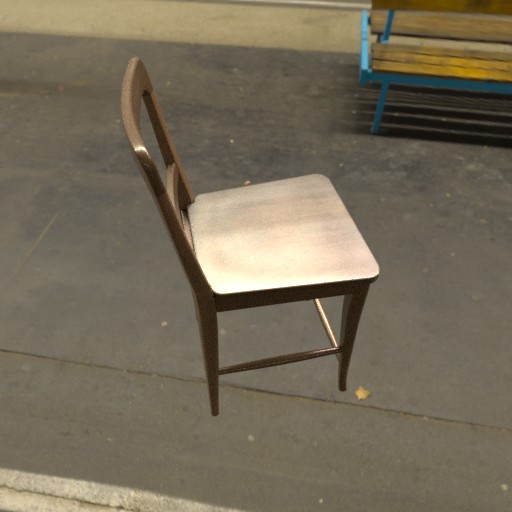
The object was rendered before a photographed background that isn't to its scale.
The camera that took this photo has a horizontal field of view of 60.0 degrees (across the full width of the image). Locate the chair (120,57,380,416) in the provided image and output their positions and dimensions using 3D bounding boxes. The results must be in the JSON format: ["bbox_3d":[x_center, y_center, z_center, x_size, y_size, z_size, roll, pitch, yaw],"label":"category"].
[{"bbox_3d":[0.000,0.000,1.254,0.546,0.991,0.450,-9,46,-9],"label":"chair"}]
